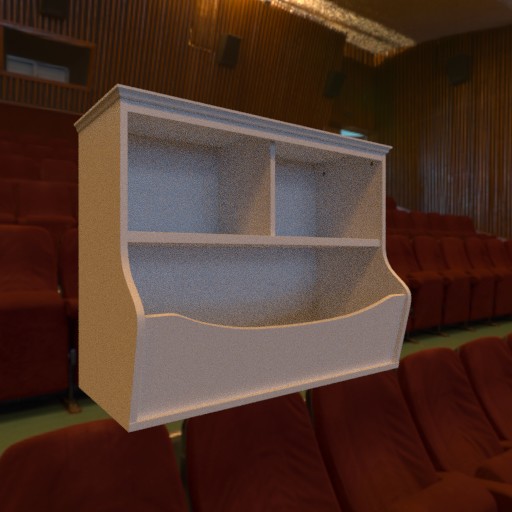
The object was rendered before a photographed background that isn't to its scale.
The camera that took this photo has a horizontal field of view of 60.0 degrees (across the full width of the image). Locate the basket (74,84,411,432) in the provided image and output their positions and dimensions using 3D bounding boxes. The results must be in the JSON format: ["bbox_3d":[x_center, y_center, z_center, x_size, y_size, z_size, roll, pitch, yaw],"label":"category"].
[{"bbox_3d":[0.000,0.000,1.131,0.792,0.625,0.376,0,0,-36],"label":"basket"}]
